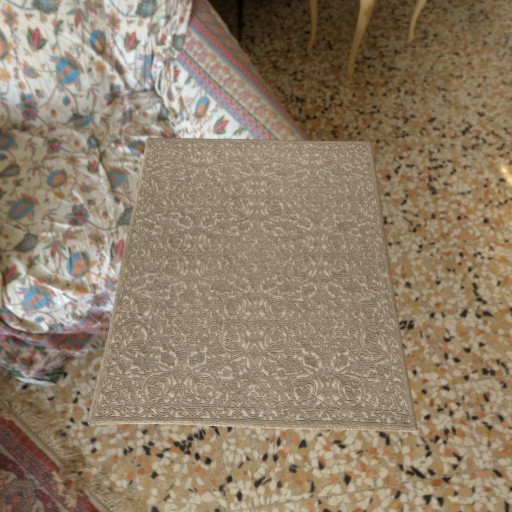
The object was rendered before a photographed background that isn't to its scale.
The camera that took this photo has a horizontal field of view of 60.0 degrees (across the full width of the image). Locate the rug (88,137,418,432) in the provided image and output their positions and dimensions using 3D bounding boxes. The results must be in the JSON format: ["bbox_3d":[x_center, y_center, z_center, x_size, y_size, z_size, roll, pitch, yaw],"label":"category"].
[{"bbox_3d":[0.000,0.000,4.093,2.472,0.035,3.017,1,59,1],"label":"rug"}]
